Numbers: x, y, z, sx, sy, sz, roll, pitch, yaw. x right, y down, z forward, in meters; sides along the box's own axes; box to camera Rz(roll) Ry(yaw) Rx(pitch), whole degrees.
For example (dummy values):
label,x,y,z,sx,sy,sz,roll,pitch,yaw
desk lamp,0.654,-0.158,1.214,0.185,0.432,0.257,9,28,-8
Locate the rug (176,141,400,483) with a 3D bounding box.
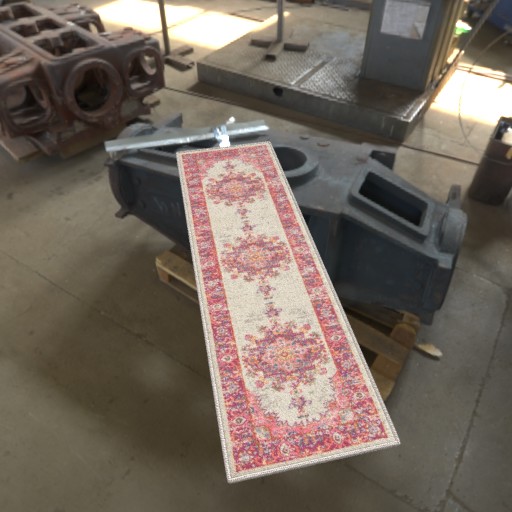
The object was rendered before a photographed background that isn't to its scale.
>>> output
label,x,y,z,sx,sy,sz,roll,pitch,yaw
rug,0.000,0.000,1.989,0.562,0.009,1.824,-9,47,-8
